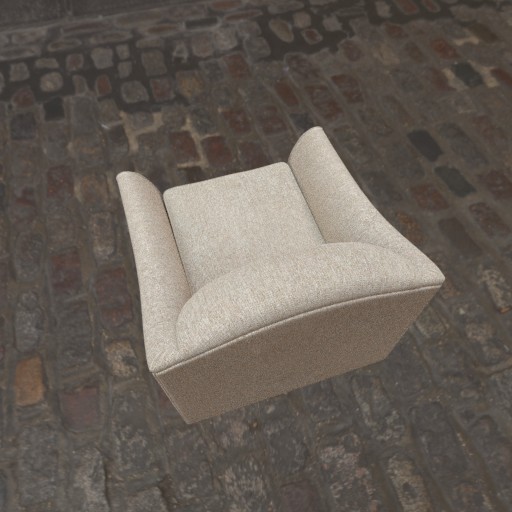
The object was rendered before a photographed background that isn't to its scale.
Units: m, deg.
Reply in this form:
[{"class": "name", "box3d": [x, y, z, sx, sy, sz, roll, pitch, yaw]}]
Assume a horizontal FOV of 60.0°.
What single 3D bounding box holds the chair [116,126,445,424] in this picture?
[{"class": "chair", "box3d": [0.000, 0.000, 1.486, 0.763, 0.839, 0.787, -16, 60, -9]}]
